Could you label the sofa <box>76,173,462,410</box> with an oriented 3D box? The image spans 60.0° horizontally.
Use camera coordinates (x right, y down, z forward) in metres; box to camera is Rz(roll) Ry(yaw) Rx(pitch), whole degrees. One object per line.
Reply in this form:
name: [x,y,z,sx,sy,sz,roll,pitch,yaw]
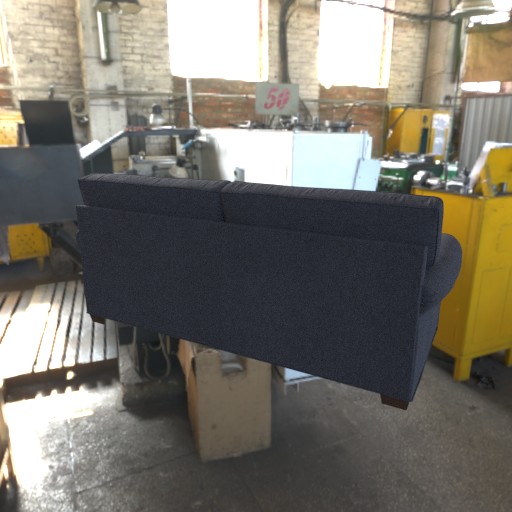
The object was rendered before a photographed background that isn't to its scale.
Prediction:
sofa: [0.000,0.000,2.864,2.391,1.026,0.954,9,19,27]
